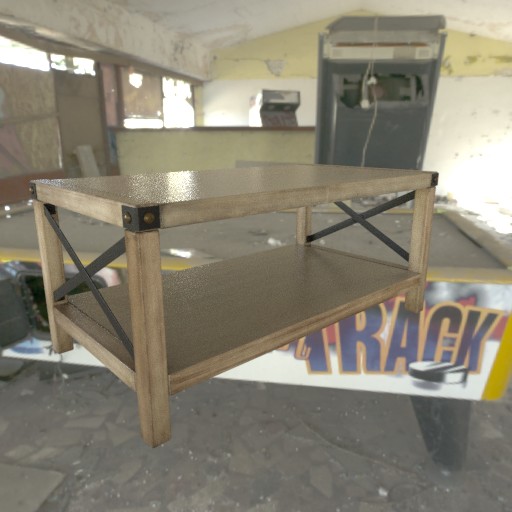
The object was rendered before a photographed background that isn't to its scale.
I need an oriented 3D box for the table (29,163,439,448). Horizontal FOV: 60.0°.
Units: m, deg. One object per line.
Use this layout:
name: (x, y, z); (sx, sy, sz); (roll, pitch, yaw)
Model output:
table: (0.000, 0.000, 1.270); (1.016, 0.456, 0.559); (-13, 20, -40)
